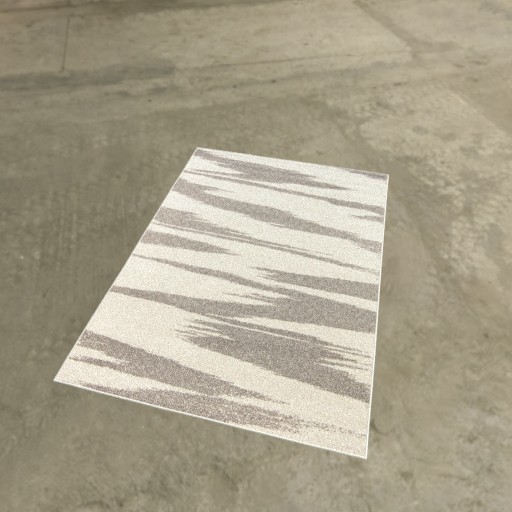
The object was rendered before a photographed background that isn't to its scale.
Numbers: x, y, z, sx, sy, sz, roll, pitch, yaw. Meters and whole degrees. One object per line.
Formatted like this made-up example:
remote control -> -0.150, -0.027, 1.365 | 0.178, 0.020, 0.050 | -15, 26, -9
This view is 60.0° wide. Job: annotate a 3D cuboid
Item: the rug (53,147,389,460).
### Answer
rug -> 0.000, 0.000, 2.764 | 1.533, 0.010, 2.142 | 10, 47, 10
